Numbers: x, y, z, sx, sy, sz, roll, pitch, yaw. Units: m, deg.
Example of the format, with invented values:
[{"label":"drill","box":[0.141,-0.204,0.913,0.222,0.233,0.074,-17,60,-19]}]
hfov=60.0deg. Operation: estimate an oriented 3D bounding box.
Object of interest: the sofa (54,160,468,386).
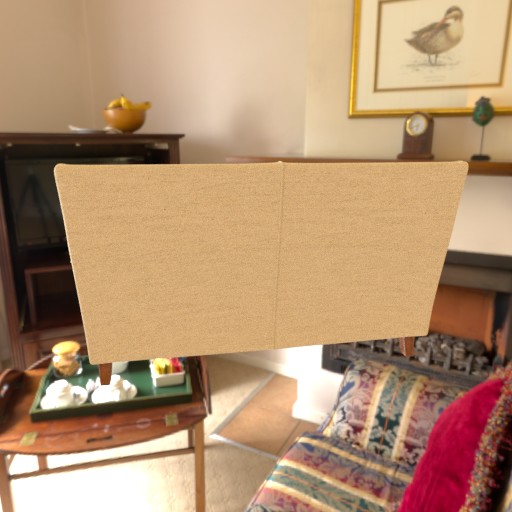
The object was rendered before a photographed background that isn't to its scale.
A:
[{"label":"sofa","box":[0.000,0.000,2.062,1.482,0.892,0.891,-3,14,-11]}]
